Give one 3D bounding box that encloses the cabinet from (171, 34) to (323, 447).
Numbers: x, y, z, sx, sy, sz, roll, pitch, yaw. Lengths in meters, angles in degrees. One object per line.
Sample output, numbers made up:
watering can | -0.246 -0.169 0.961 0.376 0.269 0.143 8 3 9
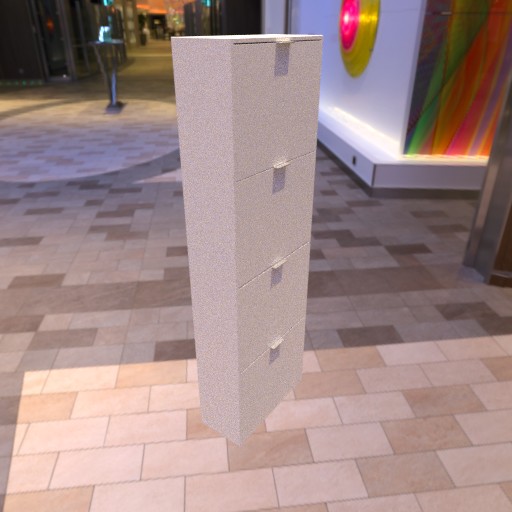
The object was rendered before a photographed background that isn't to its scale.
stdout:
cabinet | 0.000 0.000 1.834 0.255 1.630 0.520 19 33 32
